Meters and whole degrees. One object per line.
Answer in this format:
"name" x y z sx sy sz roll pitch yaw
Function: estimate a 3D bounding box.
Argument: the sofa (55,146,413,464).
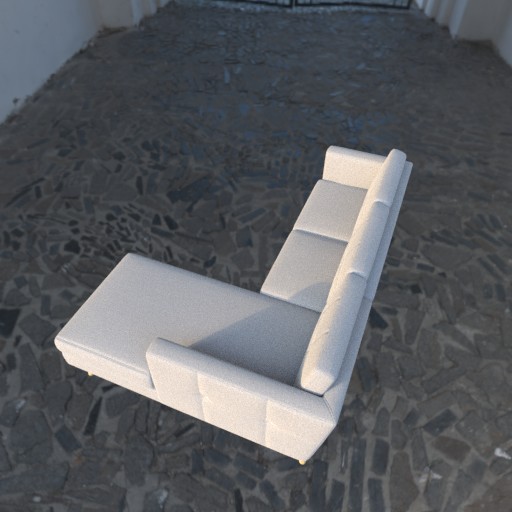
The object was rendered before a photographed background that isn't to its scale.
"sofa" 0.000 0.000 2.825 1.530 0.860 2.040 17 48 15
